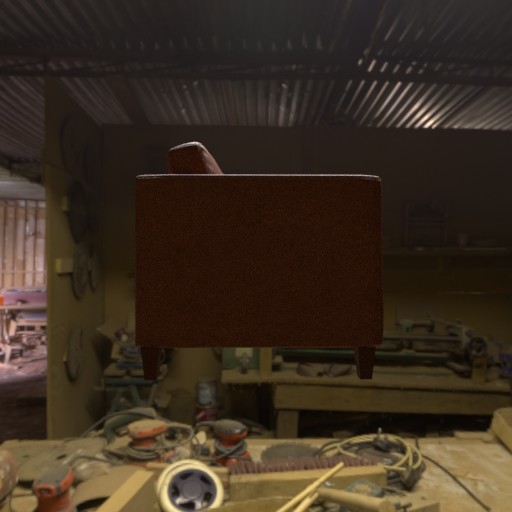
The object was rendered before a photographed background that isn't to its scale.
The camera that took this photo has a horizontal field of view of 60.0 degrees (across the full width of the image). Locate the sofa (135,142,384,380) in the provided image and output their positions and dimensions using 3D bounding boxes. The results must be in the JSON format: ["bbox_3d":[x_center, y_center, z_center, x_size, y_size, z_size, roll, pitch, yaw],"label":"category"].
[{"bbox_3d":[0.000,0.000,2.710,0.950,0.932,2.204,0,0,-1],"label":"sofa"}]
